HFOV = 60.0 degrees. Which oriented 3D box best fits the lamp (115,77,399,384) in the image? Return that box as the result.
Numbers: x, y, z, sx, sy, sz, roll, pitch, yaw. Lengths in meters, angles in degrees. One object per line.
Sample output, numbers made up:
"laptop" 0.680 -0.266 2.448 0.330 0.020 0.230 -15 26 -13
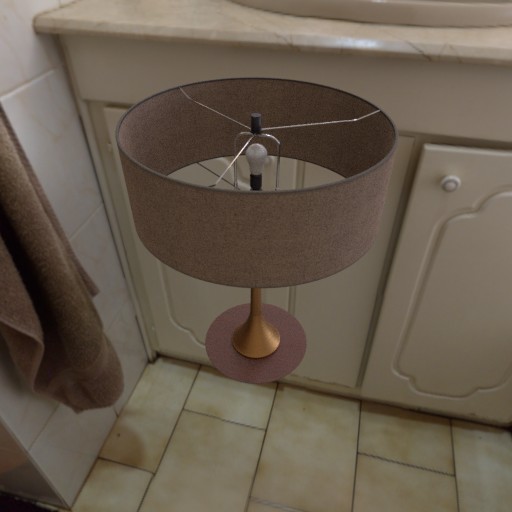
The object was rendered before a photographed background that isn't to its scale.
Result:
"lamp" 0.000 0.000 0.839 0.417 0.551 0.396 11 41 12
